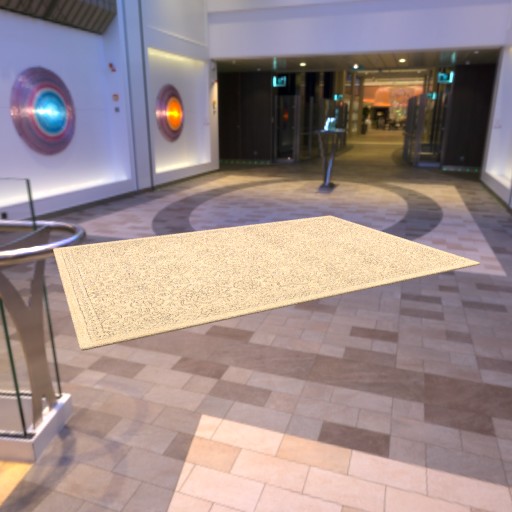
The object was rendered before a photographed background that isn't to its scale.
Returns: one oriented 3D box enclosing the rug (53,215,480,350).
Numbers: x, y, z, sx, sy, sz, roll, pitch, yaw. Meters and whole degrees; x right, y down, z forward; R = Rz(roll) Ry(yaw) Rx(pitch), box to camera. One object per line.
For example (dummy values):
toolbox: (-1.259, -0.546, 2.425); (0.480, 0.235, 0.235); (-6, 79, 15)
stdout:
rug: (0.000, 0.000, 2.266); (1.829, 0.010, 1.219); (-9, 19, -26)
